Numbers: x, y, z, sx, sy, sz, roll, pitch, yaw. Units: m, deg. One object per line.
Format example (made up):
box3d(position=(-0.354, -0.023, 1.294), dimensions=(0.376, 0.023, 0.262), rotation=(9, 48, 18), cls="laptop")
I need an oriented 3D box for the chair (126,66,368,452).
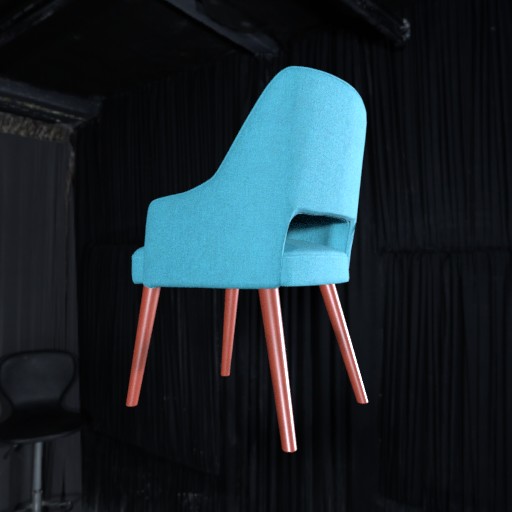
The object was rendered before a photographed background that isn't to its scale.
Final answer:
box3d(position=(0.000, 0.000, 1.271), dimensions=(0.605, 0.849, 0.548), rotation=(-1, -1, 36), cls="chair")
